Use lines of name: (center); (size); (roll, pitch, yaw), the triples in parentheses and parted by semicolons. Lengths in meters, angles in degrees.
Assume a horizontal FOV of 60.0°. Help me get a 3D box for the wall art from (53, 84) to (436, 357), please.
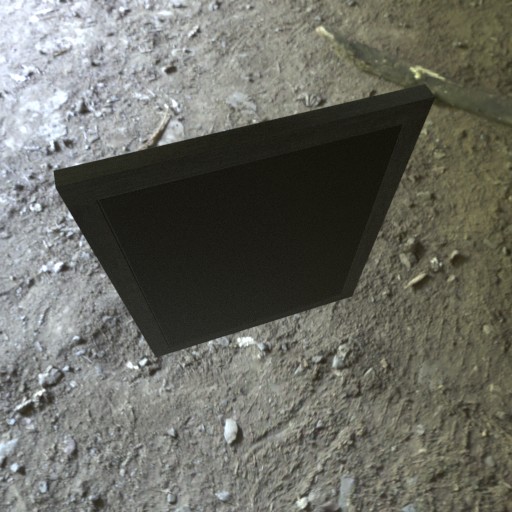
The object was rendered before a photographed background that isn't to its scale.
wall art: (0.000, 0.000, 0.785); (0.479, 0.580, 0.027); (-16, 60, -9)
